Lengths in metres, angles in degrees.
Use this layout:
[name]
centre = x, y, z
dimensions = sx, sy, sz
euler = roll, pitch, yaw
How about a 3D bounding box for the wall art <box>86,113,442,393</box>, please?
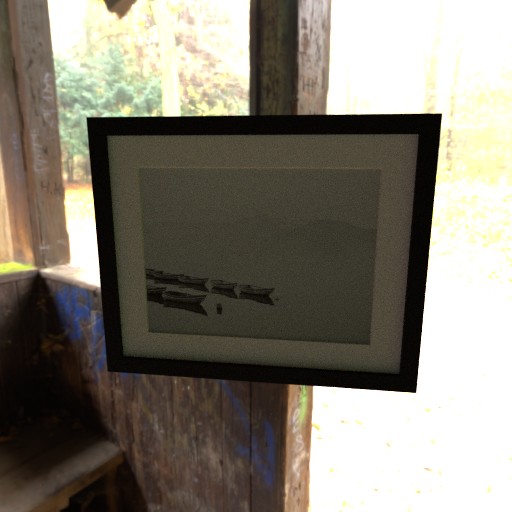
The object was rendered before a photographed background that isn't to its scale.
[wall art]
centre = 0.000, 0.000, 0.751
dimensions = 0.554, 0.454, 0.030
euler = 2, 13, 8
